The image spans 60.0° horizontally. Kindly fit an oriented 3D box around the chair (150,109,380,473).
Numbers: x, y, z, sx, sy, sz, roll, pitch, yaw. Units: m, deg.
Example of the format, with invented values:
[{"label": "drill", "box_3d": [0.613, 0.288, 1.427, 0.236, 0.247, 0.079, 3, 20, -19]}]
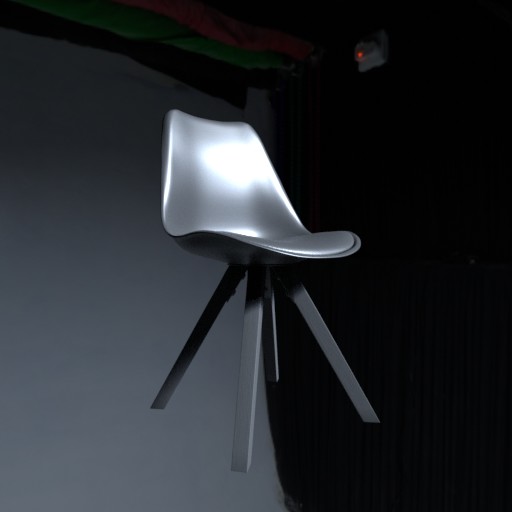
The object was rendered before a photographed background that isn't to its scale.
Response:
[{"label": "chair", "box_3d": [0.000, 0.000, 1.191, 0.485, 0.850, 0.530, -1, 3, -36]}]
